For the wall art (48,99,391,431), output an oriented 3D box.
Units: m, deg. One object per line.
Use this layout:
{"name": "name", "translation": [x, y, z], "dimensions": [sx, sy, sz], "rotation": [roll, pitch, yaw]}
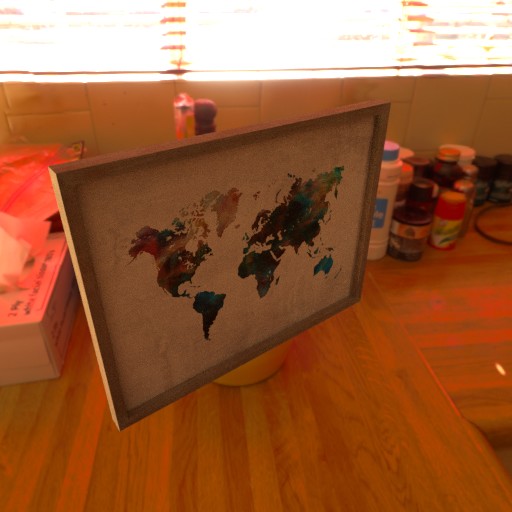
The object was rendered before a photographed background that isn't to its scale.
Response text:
{"name": "wall art", "translation": [0.000, 0.000, 1.746], "dimensions": [1.320, 1.009, 0.070], "rotation": [-22, 38, -31]}
